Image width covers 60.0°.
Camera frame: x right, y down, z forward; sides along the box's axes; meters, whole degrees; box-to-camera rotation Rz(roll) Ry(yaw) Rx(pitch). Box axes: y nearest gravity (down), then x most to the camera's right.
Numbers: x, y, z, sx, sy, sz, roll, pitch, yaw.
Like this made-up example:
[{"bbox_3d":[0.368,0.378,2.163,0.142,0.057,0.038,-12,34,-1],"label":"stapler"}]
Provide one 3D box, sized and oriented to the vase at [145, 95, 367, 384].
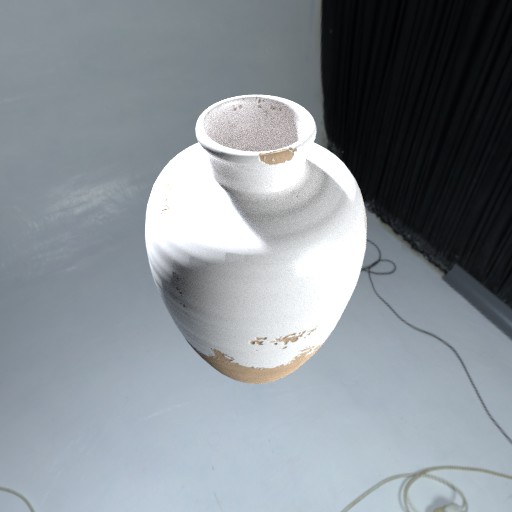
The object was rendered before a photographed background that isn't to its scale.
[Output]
[{"bbox_3d":[0.000,0.000,0.342,0.158,0.228,0.158,0,46,0],"label":"vase"}]
